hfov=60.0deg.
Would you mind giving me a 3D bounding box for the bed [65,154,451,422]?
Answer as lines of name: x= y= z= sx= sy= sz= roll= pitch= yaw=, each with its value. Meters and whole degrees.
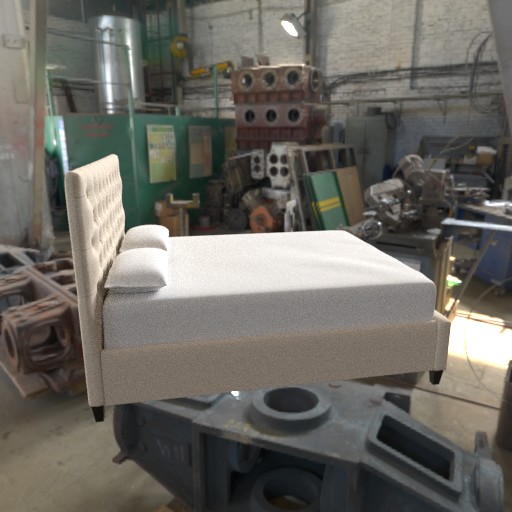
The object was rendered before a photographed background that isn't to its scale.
bed: x=0.000 y=0.000 z=3.320 sx=2.233 sy=1.426 sz=1.696 roll=-3 pitch=16 yaw=-10
